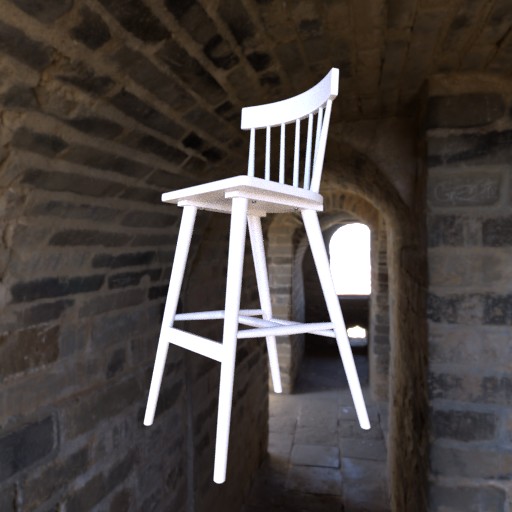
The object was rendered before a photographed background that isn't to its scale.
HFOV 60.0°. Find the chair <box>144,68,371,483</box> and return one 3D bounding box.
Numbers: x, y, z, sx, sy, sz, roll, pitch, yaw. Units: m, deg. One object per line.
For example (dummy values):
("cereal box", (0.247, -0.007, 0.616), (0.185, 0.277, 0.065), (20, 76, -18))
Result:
("chair", (0.000, 0.000, 1.410), (0.572, 1.092, 0.483), (-1, 1, -36))
